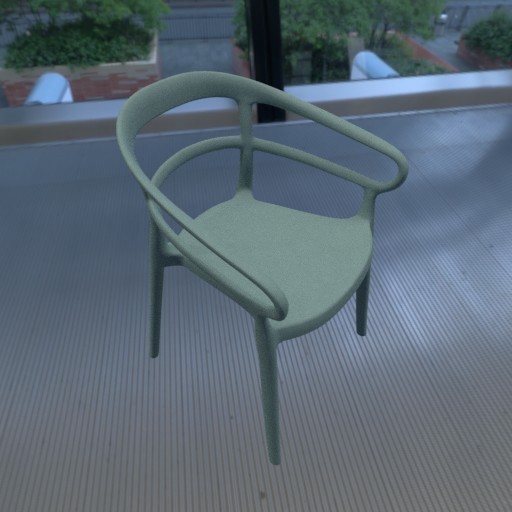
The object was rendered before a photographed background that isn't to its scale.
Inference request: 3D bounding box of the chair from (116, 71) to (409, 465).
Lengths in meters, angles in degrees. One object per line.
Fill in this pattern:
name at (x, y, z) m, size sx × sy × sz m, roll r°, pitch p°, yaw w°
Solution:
chair at (0.000, 0.000, 1.111) m, size 0.527 × 0.761 × 0.559 m, roll 25°, pitch 46°, yaw 26°
